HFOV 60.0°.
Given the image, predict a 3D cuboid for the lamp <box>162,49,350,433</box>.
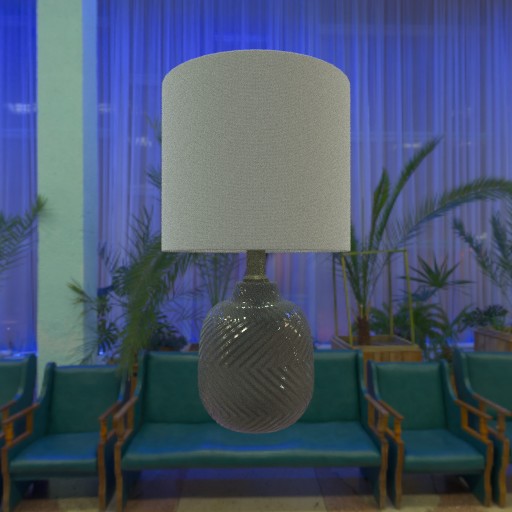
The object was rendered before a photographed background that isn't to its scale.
[{"bbox_3d":[0.000,0.000,0.496,0.207,0.366,0.207,0,0,0],"label":"lamp"}]
